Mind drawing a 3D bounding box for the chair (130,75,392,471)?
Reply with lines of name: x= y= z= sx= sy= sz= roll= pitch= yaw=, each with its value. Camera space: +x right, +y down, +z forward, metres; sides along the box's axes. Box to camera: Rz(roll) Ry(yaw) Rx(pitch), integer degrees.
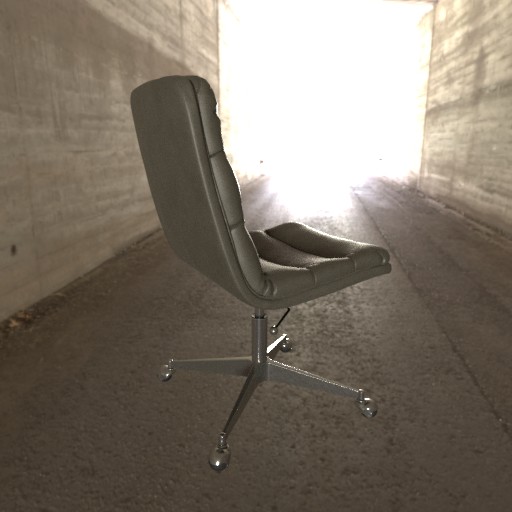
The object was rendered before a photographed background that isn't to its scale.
chair: x=0.000 y=0.000 z=1.025 sx=0.485 sy=0.738 sz=0.422 roll=-7 pitch=16 yaw=-27
